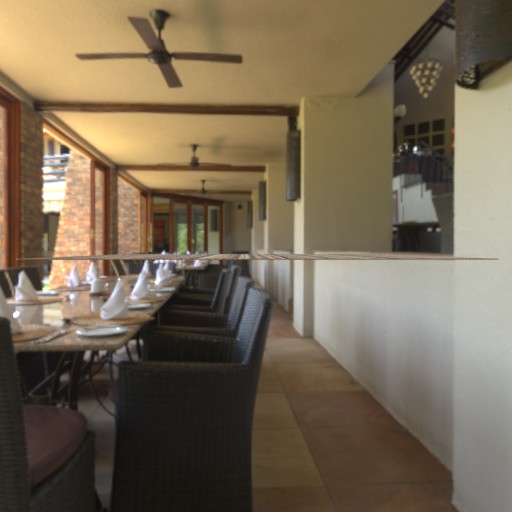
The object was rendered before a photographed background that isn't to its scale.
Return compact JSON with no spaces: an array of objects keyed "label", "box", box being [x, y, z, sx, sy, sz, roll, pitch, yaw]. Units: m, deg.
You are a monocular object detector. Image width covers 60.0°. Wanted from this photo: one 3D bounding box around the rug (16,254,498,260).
[{"label":"rug","box":[0.000,0.000,3.993,3.045,0.011,2.436,0,1,-1]}]
